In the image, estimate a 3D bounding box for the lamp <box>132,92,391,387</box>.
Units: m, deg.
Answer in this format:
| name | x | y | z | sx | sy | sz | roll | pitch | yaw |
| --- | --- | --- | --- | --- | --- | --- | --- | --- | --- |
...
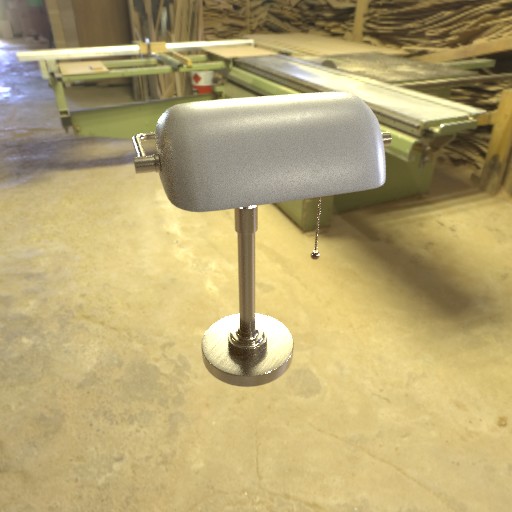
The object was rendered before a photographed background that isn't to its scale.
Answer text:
| name | x | y | z | sx | sy | sz | roll | pitch | yaw |
| --- | --- | --- | --- | --- | --- | --- | --- | --- | --- |
| lamp | 0.000 | 0.000 | 0.564 | 0.269 | 0.404 | 0.227 | -10 | 32 | -16 |
